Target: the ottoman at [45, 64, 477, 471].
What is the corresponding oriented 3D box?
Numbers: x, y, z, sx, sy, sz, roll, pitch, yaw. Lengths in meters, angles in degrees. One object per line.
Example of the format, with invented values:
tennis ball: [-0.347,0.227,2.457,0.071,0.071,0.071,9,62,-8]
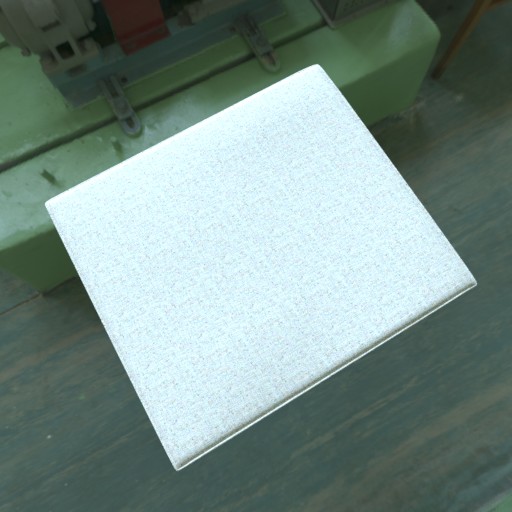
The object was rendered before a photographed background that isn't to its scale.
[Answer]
ottoman: [0.000,0.000,1.239,0.835,0.303,0.736,-29,77,-8]
